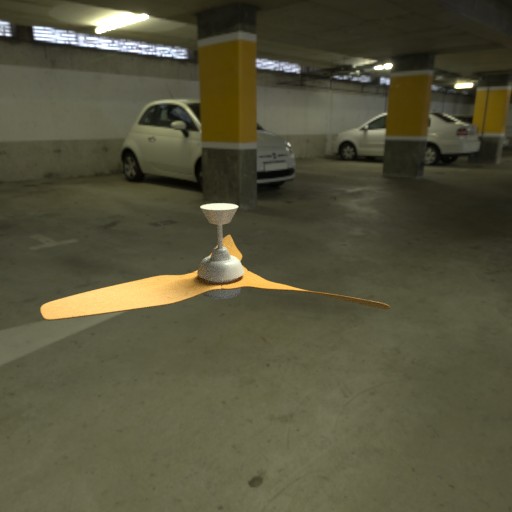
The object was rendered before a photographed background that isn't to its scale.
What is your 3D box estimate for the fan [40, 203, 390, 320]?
[{"bbox_3d":[0.000,0.000,1.670,1.010,0.355,1.142,8,18,25],"label":"fan"}]
